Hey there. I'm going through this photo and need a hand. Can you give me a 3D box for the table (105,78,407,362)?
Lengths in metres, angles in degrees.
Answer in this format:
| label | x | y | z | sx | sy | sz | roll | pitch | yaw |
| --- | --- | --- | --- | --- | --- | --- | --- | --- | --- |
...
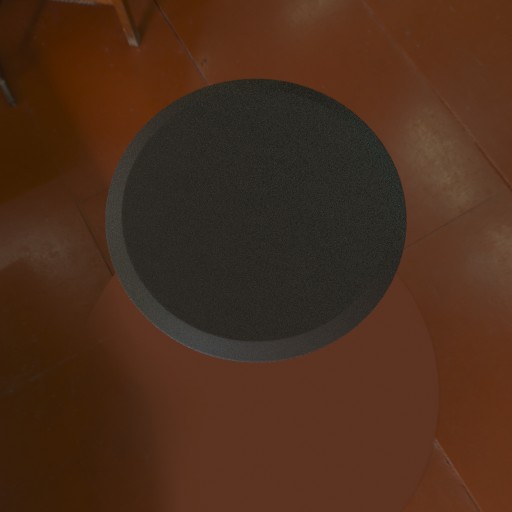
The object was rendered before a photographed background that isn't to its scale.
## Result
| label | x | y | z | sx | sy | sz | roll | pitch | yaw |
| --- | --- | --- | --- | --- | --- | --- | --- | --- | --- |
| table | 0.000 | 0.000 | 0.947 | 0.457 | 0.585 | 0.457 | 0 | 75 | 0 |
